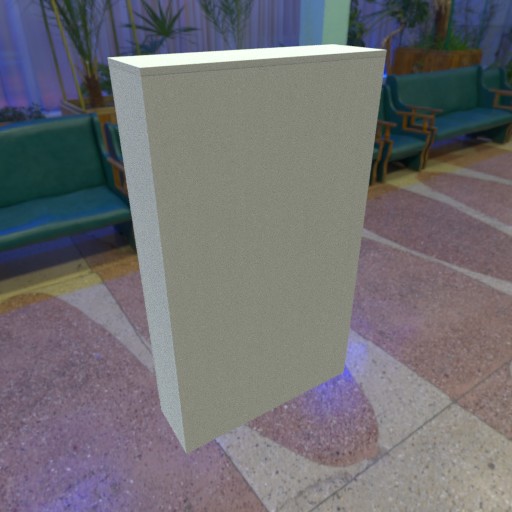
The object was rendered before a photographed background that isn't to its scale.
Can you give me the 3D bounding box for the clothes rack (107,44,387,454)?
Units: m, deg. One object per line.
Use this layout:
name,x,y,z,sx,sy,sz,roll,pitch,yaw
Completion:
clothes rack,0.000,0.000,1.532,0.750,1.280,0.250,-18,34,-28
